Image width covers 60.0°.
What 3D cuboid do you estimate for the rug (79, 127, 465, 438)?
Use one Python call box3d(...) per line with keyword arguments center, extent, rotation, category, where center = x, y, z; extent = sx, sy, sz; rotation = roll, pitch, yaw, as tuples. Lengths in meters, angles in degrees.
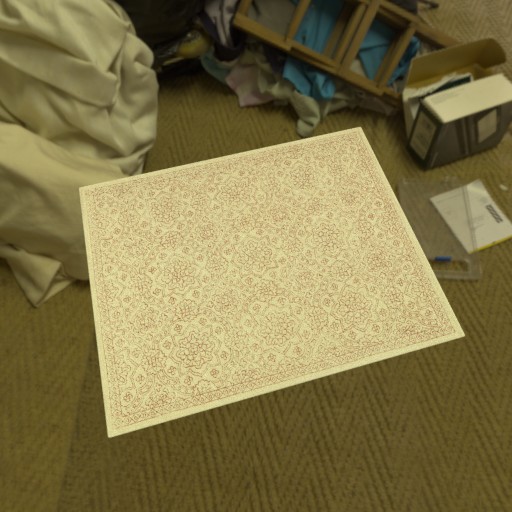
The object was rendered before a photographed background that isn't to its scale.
box3d(center=(0.000, 0.000, 4.146), extent=(3.050, 0.015, 2.441), rotation=(-14, 64, -7), category="rug")
